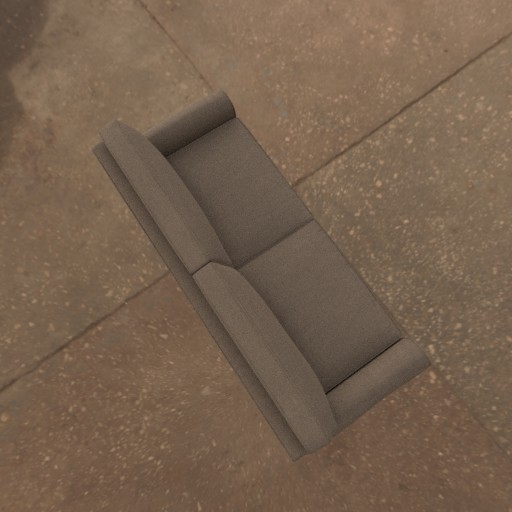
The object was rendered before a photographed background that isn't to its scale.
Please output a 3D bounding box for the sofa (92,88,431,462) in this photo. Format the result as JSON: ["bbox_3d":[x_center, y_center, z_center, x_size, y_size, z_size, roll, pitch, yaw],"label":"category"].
[{"bbox_3d":[0.000,0.000,2.791,0.991,0.943,2.248,-33,77,-9],"label":"sofa"}]
